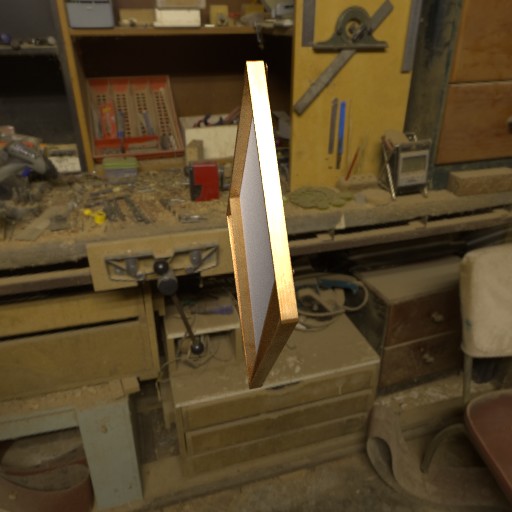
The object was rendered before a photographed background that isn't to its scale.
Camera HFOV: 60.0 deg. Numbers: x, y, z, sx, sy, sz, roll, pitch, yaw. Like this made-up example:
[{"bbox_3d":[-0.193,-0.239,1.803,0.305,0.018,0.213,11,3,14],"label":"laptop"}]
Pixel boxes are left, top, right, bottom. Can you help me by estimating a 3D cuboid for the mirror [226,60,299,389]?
[{"bbox_3d":[0.000,0.000,0.839,0.032,0.679,0.419,-7,29,-13],"label":"mirror"}]
